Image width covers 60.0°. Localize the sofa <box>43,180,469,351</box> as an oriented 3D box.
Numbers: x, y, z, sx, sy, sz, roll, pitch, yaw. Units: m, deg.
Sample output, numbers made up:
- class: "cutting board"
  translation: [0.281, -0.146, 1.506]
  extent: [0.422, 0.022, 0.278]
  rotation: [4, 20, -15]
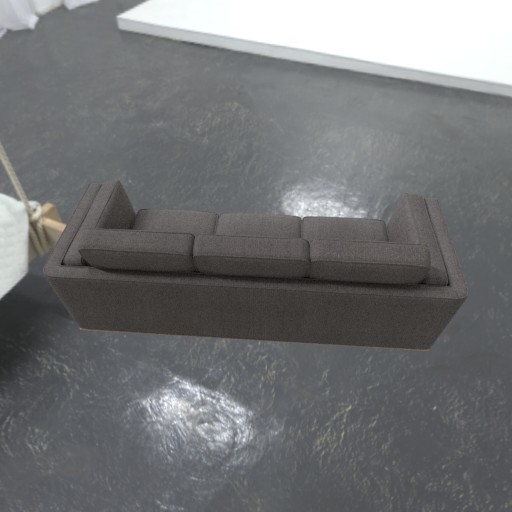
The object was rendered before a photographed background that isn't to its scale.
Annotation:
- class: "sofa"
  translation: [0.000, 0.000, 2.862]
  extent: [2.362, 0.899, 0.903]
  rotation: [3, 46, 3]
